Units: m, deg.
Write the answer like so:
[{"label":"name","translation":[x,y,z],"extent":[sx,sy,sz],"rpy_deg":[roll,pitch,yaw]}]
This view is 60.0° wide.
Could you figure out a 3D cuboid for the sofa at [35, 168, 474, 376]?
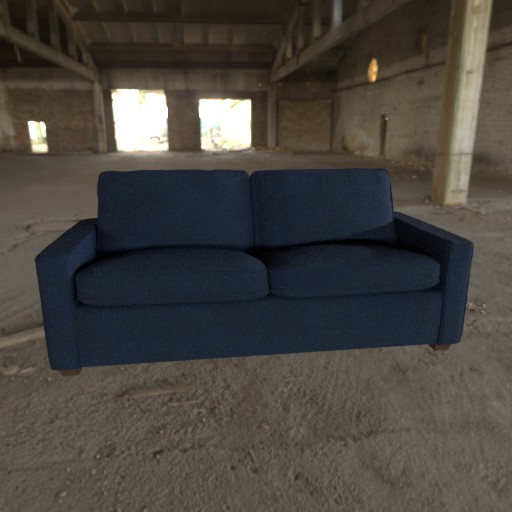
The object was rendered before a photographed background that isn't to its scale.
[{"label":"sofa","translation":[0.000,0.000,2.490],"extent":[2.080,0.919,0.940],"rpy_deg":[-2,16,-7]}]
